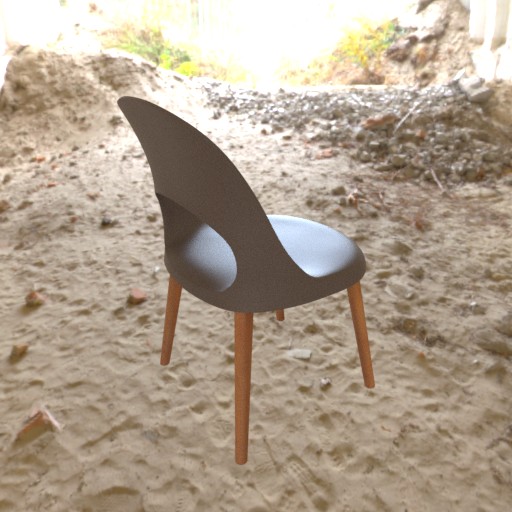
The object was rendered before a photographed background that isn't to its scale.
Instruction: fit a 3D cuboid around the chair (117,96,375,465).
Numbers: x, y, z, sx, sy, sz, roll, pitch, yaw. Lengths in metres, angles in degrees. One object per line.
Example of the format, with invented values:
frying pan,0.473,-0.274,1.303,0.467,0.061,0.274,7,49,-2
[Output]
chair,0.000,0.000,1.132,0.556,0.794,0.470,-16,29,-31
